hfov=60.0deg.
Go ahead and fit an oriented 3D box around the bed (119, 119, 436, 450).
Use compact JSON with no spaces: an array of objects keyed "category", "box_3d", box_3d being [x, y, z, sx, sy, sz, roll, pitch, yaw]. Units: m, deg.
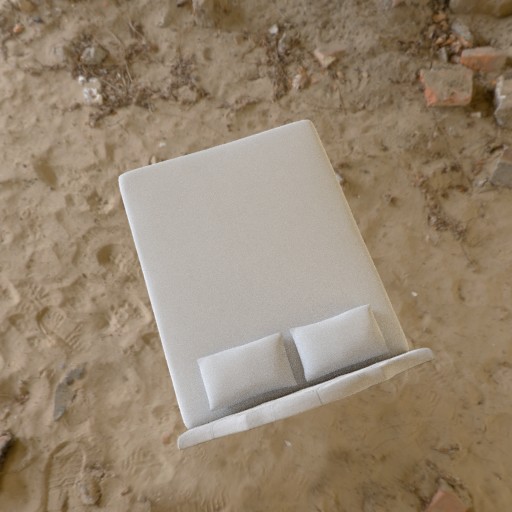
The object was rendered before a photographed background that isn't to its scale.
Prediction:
[{"category":"bed","box_3d":[0.000,0.000,3.740,2.039,1.617,2.477,-18,74,-5]}]
